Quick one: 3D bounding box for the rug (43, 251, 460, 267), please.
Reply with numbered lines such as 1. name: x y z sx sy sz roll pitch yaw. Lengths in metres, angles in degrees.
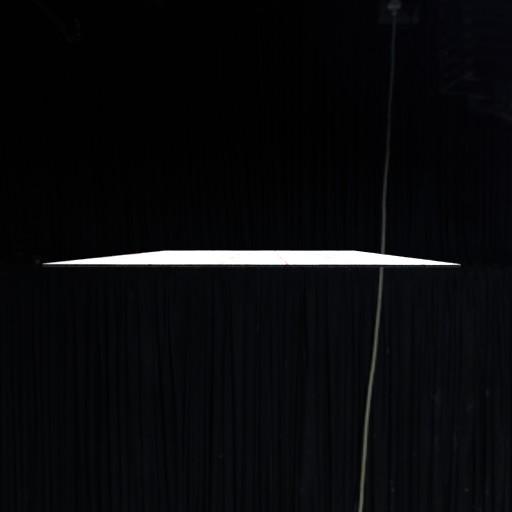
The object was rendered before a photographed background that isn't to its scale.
1. rug: 0.000 0.000 3.934 2.317 0.016 2.959 0 2 2
